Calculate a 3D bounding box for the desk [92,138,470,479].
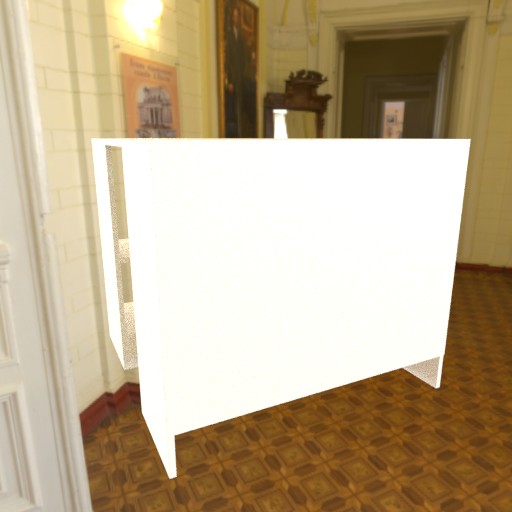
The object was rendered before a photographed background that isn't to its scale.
[{"bbox_3d":[0.000,0.000,1.600,0.940,0.818,0.926,-7,17,-26],"label":"desk"}]
